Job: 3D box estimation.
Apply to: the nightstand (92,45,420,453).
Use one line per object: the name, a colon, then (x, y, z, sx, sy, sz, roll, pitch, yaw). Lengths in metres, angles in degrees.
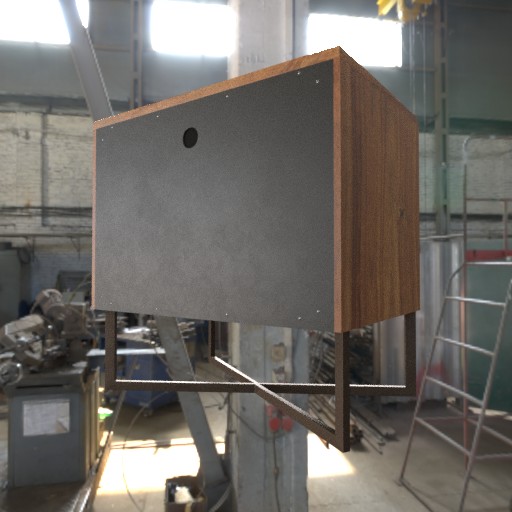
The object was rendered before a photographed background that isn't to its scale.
nightstand: (0.000, 0.000, 1.004, 0.613, 0.615, 0.427, -1, -2, 36)
